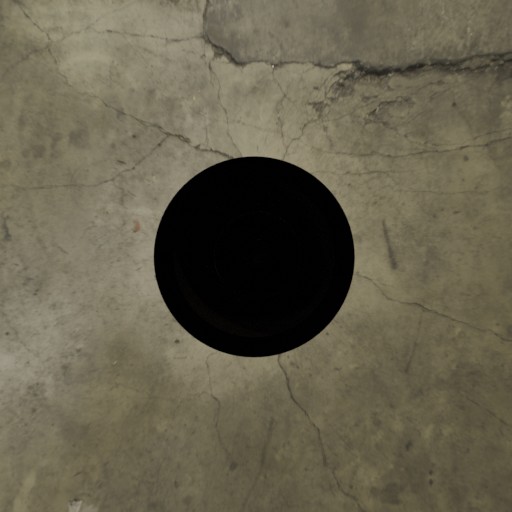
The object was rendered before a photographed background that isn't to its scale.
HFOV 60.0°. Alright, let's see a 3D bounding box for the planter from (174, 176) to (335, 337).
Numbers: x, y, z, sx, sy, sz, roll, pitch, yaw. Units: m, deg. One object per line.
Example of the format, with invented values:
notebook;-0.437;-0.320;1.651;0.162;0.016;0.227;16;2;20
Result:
planter;0.000;0.000;0.128;0.045;0.103;0.045;0;90;1
